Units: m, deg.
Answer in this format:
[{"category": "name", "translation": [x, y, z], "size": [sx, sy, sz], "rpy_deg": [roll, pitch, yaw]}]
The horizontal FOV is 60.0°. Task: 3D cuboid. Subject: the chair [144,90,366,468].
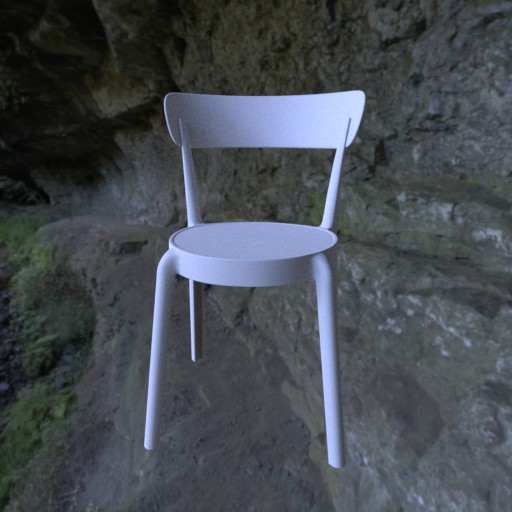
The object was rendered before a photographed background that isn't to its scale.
[{"category": "chair", "translation": [0.000, 0.000, 1.096], "size": [0.506, 0.790, 0.491], "rpy_deg": [2, 16, 7]}]
